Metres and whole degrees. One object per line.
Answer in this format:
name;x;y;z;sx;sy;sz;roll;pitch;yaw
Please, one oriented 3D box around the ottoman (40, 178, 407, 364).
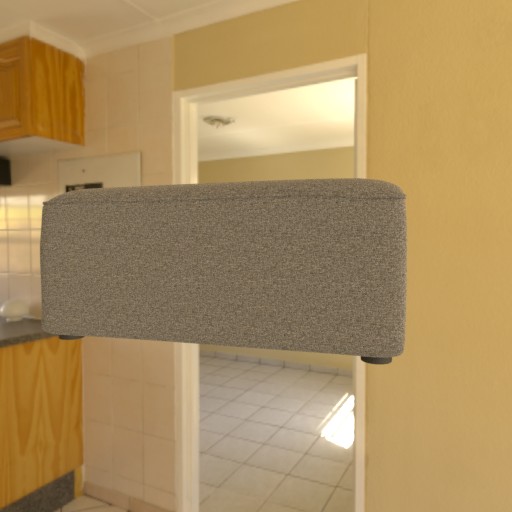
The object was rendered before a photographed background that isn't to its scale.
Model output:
ottoman;0.000;0.000;1.597;1.005;0.464;1.015;1;2;17
